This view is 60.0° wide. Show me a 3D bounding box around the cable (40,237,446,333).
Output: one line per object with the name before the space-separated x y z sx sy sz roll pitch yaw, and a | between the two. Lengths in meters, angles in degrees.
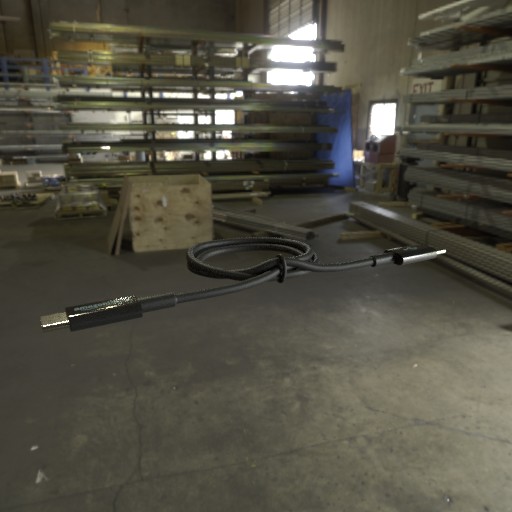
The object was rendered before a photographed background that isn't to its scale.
cable | 0.000 0.000 0.225 0.203 0.014 0.070 -9 19 -28
